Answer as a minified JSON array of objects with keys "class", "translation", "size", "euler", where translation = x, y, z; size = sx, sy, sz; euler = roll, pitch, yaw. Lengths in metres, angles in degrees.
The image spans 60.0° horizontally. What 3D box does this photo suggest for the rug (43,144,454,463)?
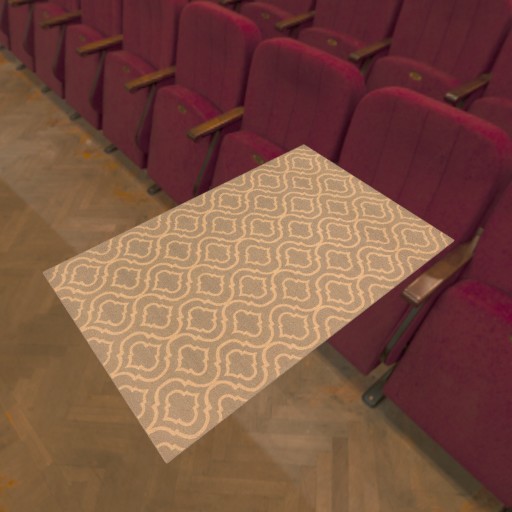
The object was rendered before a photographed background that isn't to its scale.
[{"class":"rug","translation":[0.000,0.000,2.233],"size":[1.749,0.015,1.141],"euler":[-31,54,-26]}]
